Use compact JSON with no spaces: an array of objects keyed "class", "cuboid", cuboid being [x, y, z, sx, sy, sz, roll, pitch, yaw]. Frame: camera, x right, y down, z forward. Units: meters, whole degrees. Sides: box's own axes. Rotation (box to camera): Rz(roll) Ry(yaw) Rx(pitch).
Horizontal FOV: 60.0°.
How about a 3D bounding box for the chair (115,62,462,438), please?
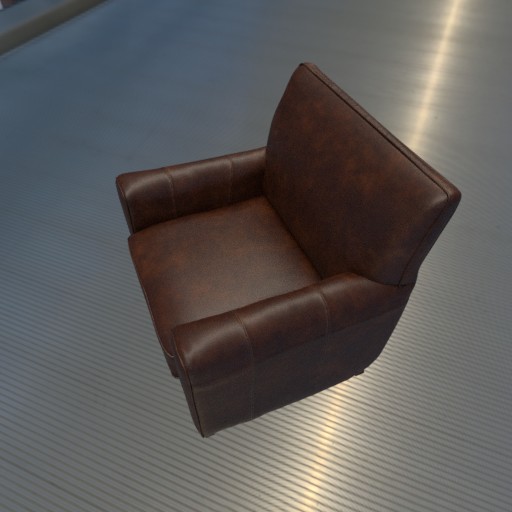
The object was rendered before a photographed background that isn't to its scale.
[{"class":"chair","cuboid":[0.000,0.000,1.585,0.823,0.943,0.870,-18,50,-15]}]
